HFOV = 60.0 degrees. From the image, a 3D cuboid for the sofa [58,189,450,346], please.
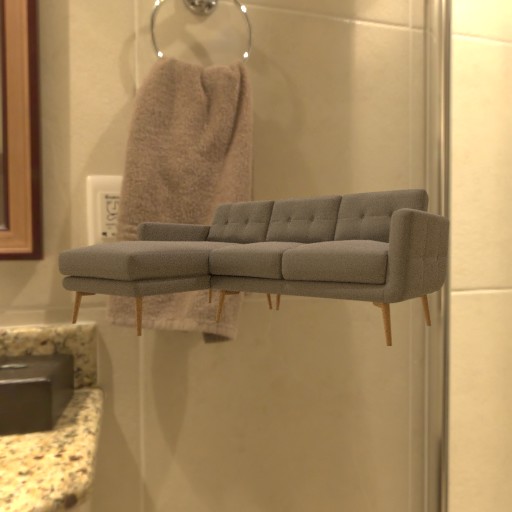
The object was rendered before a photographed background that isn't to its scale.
[{"bbox_3d":[0.000,0.000,2.814,2.040,0.860,1.530,1,2,37],"label":"sofa"}]
